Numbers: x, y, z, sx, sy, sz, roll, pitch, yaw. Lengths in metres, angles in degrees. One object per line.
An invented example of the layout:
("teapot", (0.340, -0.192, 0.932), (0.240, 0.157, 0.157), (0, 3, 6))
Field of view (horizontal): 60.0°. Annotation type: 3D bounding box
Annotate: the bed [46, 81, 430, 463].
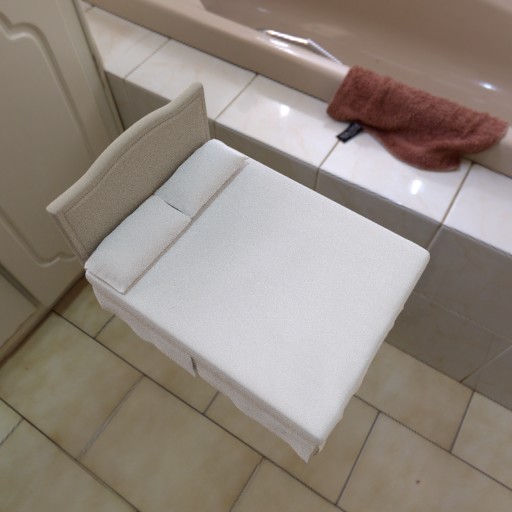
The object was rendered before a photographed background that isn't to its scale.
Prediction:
("bed", (0.000, 0.000, 3.663), (2.477, 1.437, 1.977), (31, 64, 17))
